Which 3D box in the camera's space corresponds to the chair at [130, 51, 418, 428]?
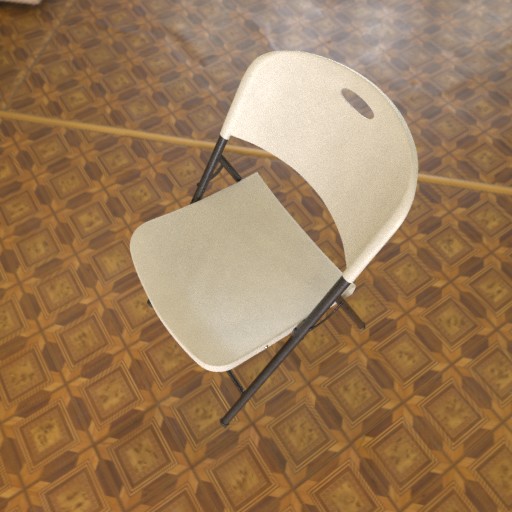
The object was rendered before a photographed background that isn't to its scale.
[{"bbox_3d":[0.000,0.000,1.129,0.566,0.810,0.494,-31,66,-16],"label":"chair"}]
